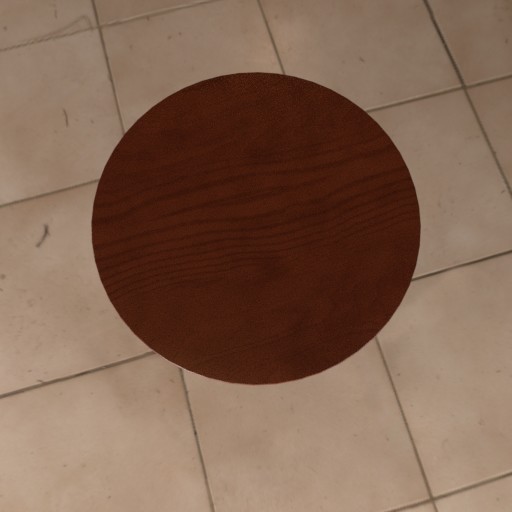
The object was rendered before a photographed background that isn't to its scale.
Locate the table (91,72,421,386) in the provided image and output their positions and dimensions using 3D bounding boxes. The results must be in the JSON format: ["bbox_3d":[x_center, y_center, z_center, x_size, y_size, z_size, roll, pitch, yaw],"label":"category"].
[{"bbox_3d":[0.000,0.000,1.099,0.597,0.612,0.597,0,76,0],"label":"table"}]
